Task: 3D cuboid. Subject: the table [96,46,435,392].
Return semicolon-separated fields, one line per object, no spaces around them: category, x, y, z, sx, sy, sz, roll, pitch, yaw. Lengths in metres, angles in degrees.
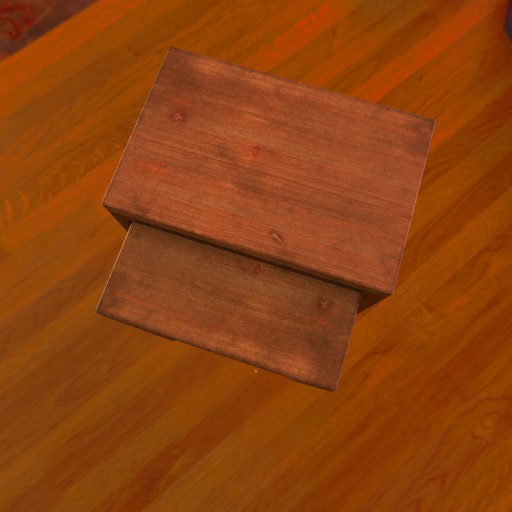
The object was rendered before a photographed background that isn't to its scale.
table;0.000;0.000;0.956;0.456;0.615;0.460;20;76;5
